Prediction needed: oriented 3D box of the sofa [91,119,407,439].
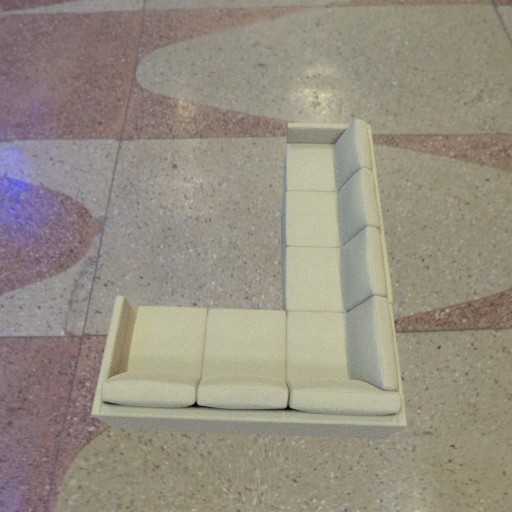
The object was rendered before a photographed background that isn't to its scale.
[{"bbox_3d":[0.000,0.000,4.355,2.432,0.871,3.182,2,60,1],"label":"sofa"}]
